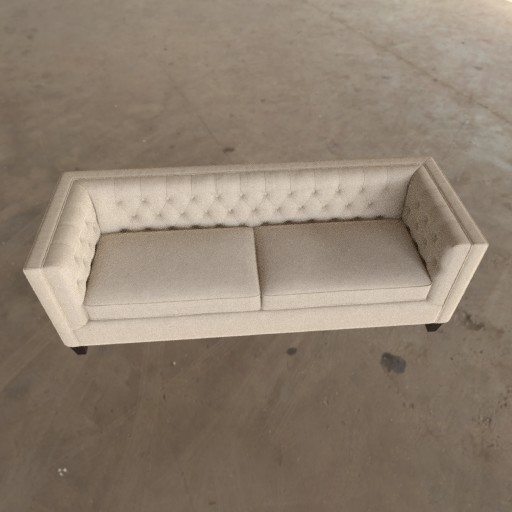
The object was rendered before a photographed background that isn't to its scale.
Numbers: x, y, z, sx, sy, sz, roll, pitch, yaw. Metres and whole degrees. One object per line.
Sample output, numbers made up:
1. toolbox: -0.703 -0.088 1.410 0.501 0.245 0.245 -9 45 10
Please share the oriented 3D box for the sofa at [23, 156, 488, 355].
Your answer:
1. sofa: 0.000 0.000 2.571 2.159 0.762 0.775 -3 46 -3
